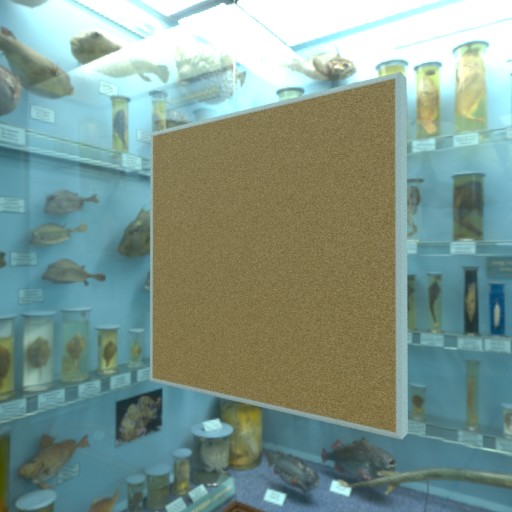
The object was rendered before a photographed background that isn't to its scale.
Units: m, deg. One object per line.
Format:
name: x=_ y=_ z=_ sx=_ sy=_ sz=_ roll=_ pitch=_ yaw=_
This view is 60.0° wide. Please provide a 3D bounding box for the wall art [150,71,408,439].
wall art: x=0.000 y=0.000 z=1.158 sx=0.768 sy=0.765 sz=0.041 roll=0 pitch=-1 yaw=35
